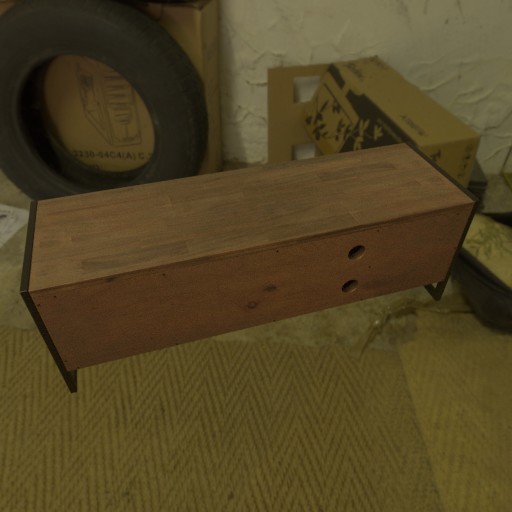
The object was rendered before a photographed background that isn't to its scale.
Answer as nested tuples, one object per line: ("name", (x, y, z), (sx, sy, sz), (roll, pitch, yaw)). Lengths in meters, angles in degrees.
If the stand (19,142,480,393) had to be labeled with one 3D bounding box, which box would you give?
("stand", (0.000, 0.000, 1.691), (1.480, 0.506, 0.454), (-12, 43, -13))
